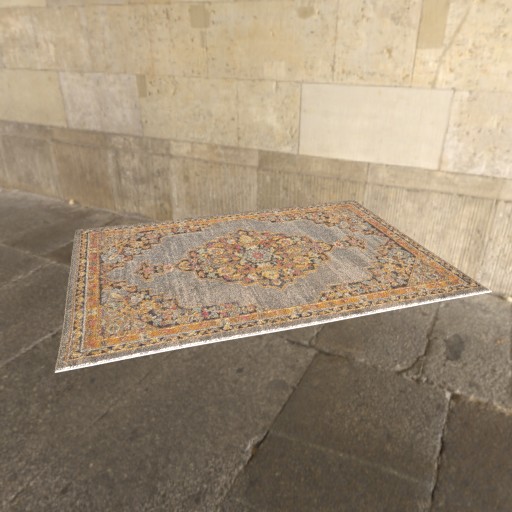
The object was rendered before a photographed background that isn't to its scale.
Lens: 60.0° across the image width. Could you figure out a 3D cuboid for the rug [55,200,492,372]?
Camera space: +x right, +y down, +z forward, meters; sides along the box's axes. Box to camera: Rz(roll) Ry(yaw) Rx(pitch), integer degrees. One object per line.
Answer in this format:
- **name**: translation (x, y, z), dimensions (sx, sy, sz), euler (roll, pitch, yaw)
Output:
- **rug**: translation (0.000, 0.000, 3.852), dimensions (3.063, 0.024, 2.158), euler (-8, 28, -15)
